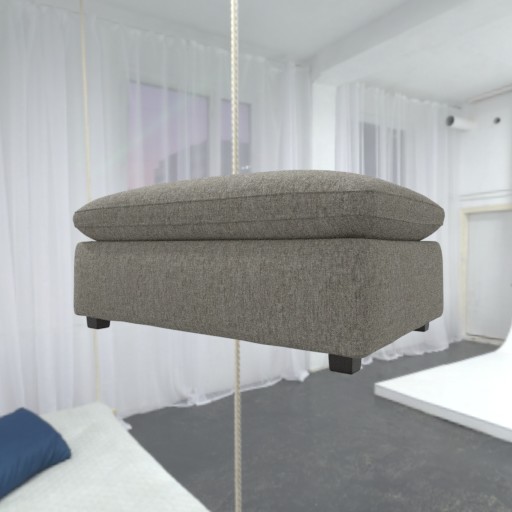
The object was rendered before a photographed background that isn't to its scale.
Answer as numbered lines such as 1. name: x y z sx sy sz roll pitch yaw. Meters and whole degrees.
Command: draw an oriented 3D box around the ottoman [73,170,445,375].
1. ottoman: 0.000 0.000 1.363 0.977 0.451 0.694 1 2 35
